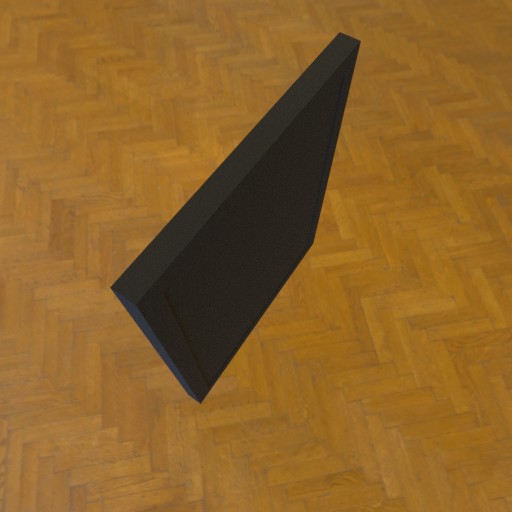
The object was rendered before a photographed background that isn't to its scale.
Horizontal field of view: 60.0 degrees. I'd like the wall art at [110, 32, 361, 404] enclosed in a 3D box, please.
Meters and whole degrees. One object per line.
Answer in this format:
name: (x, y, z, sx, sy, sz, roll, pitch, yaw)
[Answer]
wall art: (0.000, 0.000, 0.759, 0.033, 0.559, 0.457, 31, 67, 15)
